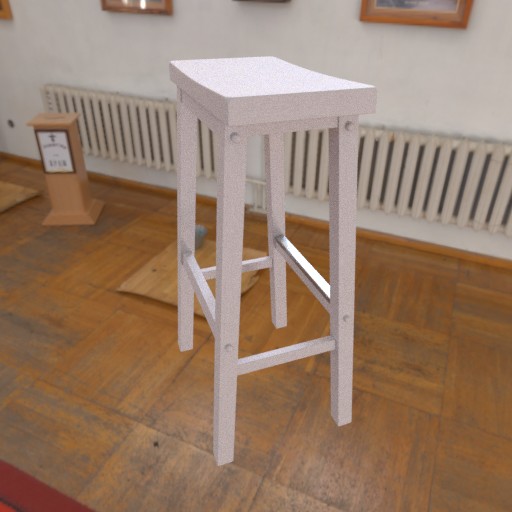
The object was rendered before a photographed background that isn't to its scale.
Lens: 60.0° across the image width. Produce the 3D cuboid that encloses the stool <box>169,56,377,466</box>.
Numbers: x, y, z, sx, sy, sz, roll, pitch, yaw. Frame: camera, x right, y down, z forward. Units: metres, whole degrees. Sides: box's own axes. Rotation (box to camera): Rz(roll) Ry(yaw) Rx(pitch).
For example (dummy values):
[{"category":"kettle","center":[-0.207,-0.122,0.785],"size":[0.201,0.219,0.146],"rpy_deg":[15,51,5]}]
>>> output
[{"category":"stool","center":[0.000,0.000,0.958],"size":[0.322,0.742,0.406],"rpy_deg":[-11,32,-17]}]
